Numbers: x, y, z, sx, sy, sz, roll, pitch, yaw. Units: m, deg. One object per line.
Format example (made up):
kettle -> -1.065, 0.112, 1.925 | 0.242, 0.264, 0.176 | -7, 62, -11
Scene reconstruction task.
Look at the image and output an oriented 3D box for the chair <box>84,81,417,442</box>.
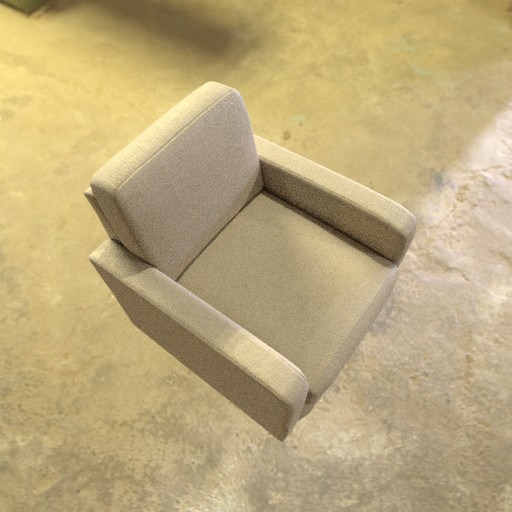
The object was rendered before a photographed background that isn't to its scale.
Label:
chair -> 0.000, 0.000, 1.529 | 0.888, 0.827, 0.755 | 33, 65, 18
